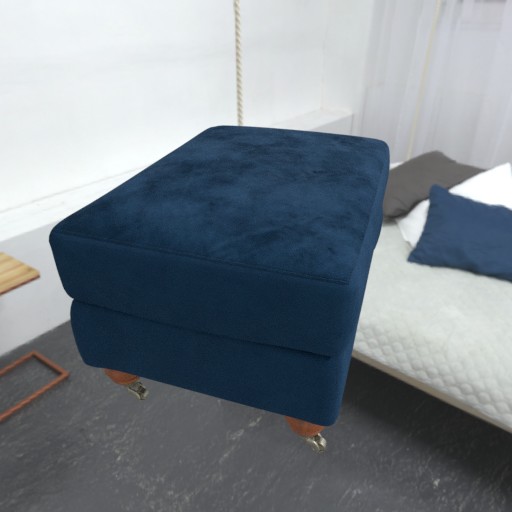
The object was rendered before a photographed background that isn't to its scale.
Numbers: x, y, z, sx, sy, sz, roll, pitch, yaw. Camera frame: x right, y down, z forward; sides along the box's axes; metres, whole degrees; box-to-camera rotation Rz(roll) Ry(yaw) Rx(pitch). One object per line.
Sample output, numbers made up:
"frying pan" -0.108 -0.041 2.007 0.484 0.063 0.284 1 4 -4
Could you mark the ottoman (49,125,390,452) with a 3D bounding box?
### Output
"ottoman" 0.000 0.000 1.120 0.572 0.503 0.773 10 32 16
